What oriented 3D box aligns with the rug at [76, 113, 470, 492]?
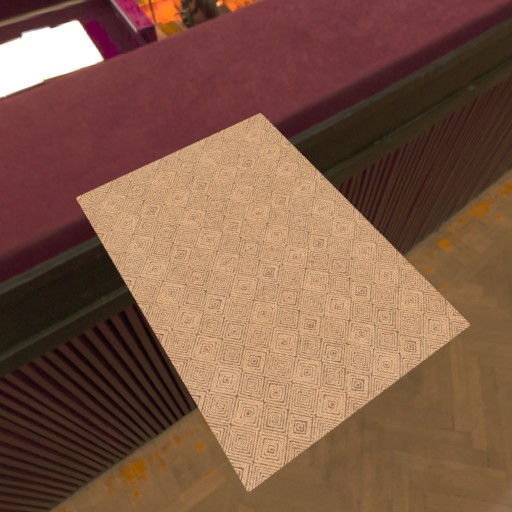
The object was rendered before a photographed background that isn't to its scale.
[{"bbox_3d":[0.000,0.000,2.907,1.593,0.008,2.238,-30,63,-17],"label":"rug"}]
